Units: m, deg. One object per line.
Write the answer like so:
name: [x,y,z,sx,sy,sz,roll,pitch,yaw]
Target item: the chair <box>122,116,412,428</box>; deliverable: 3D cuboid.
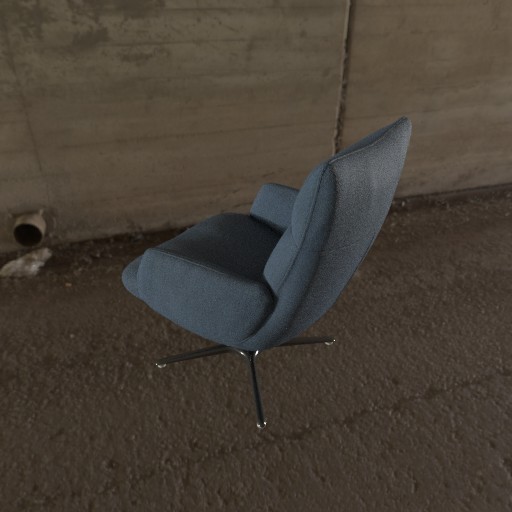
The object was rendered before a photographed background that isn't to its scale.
chair: [0.000,0.000,1.621,0.889,1.016,0.711,20,37,30]
